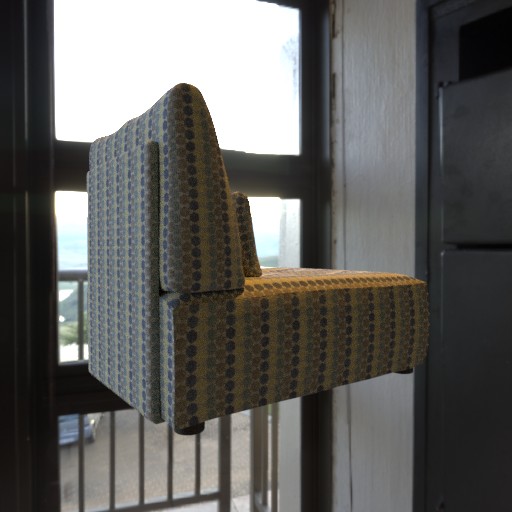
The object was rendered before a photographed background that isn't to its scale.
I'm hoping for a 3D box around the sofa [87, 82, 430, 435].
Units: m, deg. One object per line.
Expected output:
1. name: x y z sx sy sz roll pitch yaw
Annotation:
1. sofa: 0.000 0.000 1.543 1.000 0.820 0.700 -1 1 -36
